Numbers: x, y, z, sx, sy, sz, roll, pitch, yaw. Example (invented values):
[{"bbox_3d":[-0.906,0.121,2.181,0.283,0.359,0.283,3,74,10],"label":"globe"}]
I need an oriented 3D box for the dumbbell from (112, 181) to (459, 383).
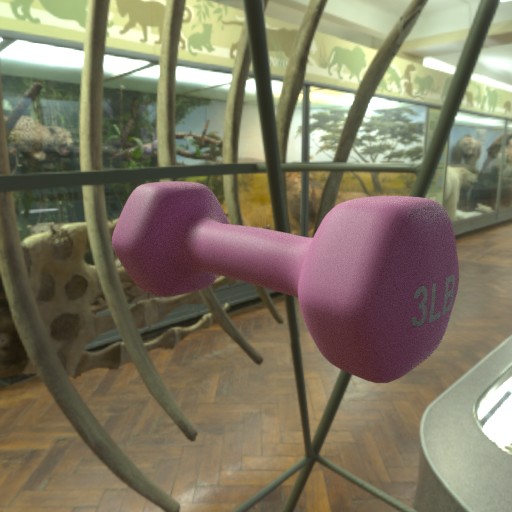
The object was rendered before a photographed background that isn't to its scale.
[{"bbox_3d":[0.000,0.000,0.190,0.064,0.058,0.159,-12,17,-43],"label":"dumbbell"}]
